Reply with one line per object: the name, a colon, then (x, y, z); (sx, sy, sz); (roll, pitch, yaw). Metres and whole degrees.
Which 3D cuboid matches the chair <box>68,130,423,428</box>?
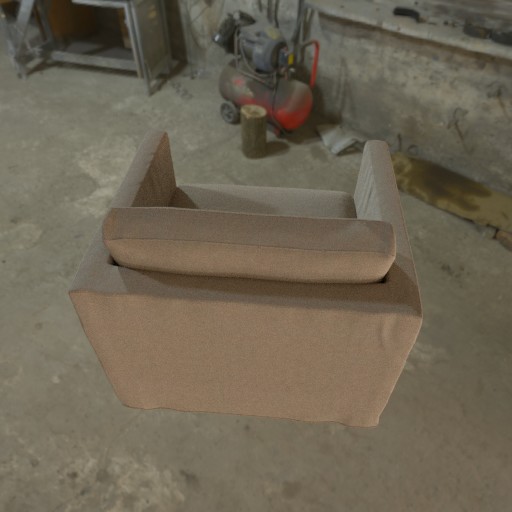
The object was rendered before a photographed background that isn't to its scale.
chair: (0.000, 0.000, 1.756); (1.057, 0.863, 0.949); (4, 45, 4)
